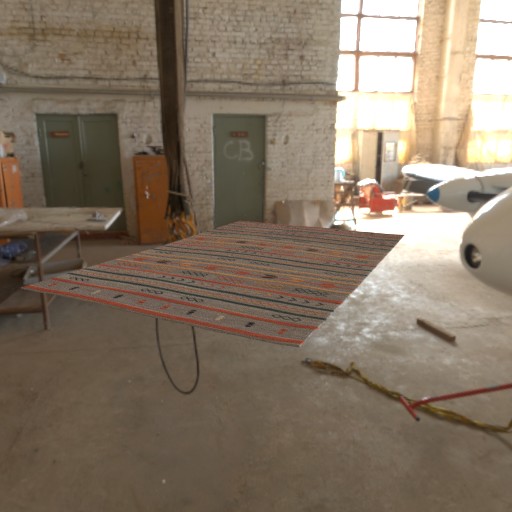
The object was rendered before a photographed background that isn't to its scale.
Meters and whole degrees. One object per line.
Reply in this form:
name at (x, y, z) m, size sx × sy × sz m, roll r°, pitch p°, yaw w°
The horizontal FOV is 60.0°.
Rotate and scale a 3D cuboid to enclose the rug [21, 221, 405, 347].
rug at (0.000, 0.000, 2.322) m, size 1.220 × 0.017 × 1.835 m, roll 7°, pitch 16°, yaw 26°
